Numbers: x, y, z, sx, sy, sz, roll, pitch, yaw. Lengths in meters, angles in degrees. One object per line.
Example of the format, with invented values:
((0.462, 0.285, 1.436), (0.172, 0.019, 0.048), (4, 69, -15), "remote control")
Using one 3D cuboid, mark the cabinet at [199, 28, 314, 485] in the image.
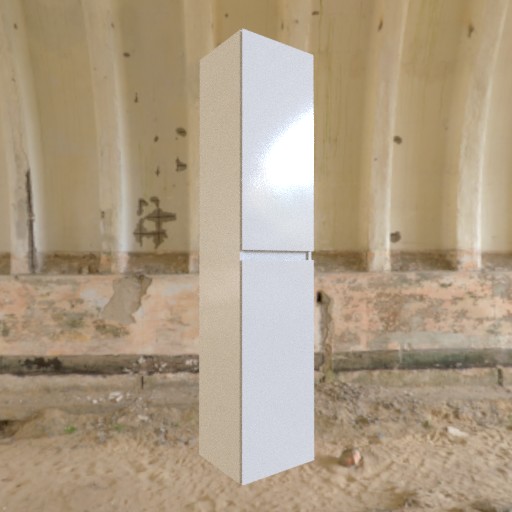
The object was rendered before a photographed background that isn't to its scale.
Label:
((0.000, 0.000, 1.553), (0.300, 1.400, 0.270), (1, -1, -36), "cabinet")
